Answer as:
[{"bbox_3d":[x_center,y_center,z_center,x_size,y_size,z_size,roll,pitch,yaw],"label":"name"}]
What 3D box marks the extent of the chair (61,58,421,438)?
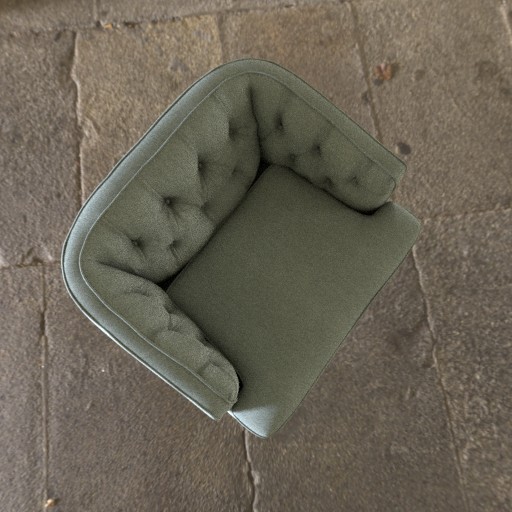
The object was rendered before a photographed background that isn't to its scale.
[{"bbox_3d":[0.000,0.000,1.744,0.945,0.852,1.094,37,80,8],"label":"chair"}]
